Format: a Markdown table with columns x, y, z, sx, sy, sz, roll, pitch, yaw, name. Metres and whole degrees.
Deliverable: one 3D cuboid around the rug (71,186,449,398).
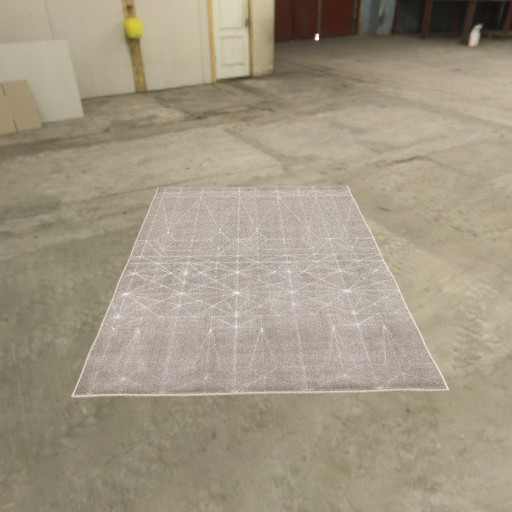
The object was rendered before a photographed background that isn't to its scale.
| x | y | z | sx | sy | sz | roll | pitch | yaw | name |
| --- | --- | --- | --- | --- | --- | --- | --- | --- | --- |
| 0.000 | 0.000 | 4.271 | 2.449 | 0.019 | 3.357 | -1 | 32 | -1 | rug |
